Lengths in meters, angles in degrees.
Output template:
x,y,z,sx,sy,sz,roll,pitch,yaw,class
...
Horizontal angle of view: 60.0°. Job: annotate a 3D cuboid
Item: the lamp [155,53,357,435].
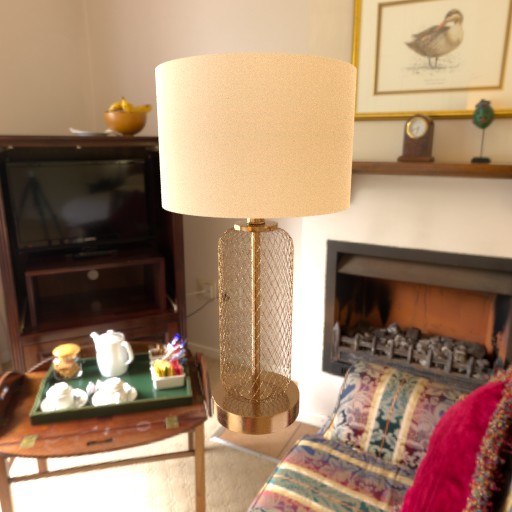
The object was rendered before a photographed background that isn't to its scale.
x,y,z,sx,sy,sz,roll,pitch,yaw,class
0.000,0.000,0.625,0.252,0.483,0.252,-3,14,-11,lamp
